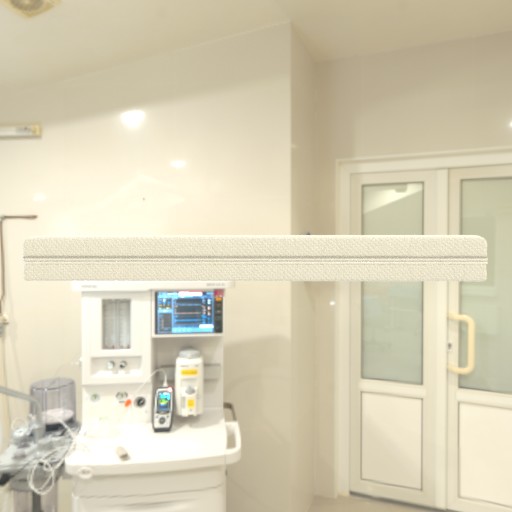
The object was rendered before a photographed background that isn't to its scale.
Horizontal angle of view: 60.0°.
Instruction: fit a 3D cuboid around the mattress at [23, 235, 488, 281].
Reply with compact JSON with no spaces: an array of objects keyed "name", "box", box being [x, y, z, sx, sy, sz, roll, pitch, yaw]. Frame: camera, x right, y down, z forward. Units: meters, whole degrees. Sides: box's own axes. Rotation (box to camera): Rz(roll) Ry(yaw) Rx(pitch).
[{"name":"mattress","box":[0.000,0.000,2.591,2.000,0.200,1.400,0,1,1]}]
